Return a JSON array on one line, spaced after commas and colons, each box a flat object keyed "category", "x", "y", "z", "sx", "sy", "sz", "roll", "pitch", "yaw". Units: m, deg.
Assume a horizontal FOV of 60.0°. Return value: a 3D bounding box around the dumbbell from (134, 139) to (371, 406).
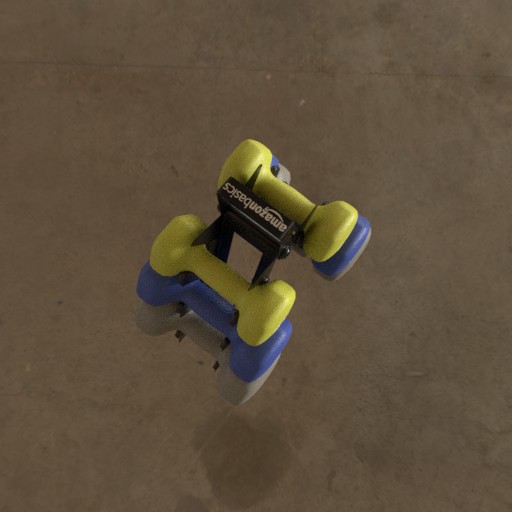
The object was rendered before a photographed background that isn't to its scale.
[{"category": "dumbbell", "x": 0.000, "y": 0.000, "z": 0.699, "sx": 0.261, "sy": 0.426, "sz": 0.416, "roll": 37, "pitch": 78, "yaw": 10}]
